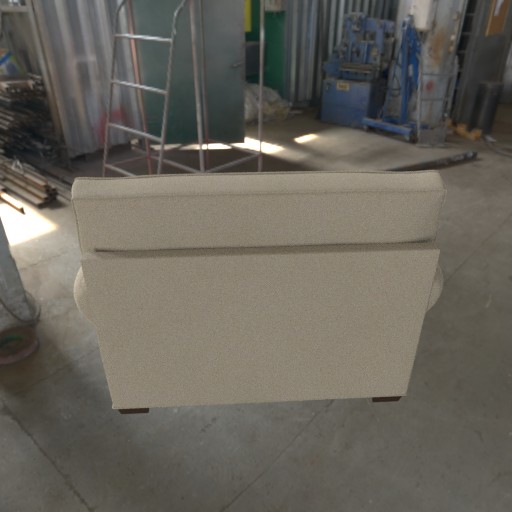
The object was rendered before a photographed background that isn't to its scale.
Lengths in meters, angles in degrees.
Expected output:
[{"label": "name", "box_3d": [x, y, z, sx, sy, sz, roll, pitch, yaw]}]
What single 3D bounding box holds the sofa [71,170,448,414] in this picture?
[{"label": "sofa", "box_3d": [0.000, 0.000, 2.040, 1.405, 1.006, 0.937, -2, 30, -3]}]
